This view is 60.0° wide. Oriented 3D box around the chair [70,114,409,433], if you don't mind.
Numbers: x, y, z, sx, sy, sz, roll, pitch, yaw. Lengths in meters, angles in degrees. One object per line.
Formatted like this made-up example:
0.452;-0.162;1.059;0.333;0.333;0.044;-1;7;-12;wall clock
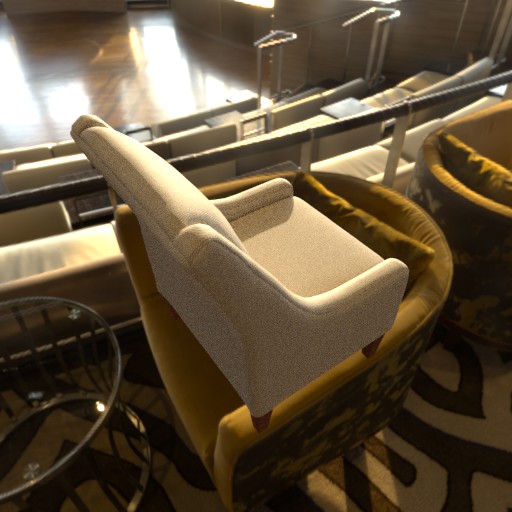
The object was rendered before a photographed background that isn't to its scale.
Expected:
0.000;0.000;1.616;0.870;1.014;0.774;-25;48;-26;chair
